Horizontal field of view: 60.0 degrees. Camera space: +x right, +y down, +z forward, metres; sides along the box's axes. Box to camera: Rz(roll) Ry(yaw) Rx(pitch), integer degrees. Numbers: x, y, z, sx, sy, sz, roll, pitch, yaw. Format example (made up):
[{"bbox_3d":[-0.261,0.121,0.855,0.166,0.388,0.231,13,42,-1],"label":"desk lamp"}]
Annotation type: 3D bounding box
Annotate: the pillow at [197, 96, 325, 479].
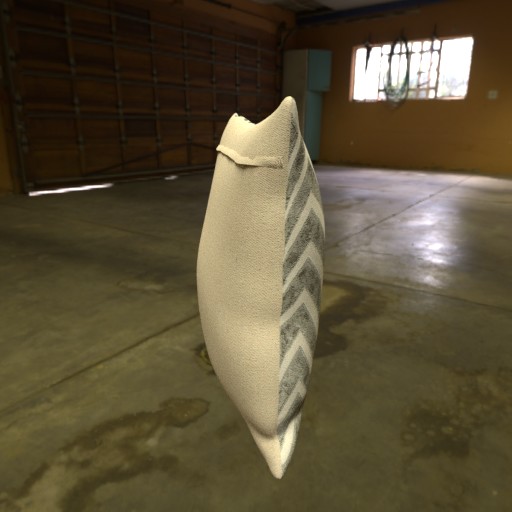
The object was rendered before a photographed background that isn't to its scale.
[{"bbox_3d":[0.000,0.000,0.682,0.182,0.441,0.440,-3,17,-9],"label":"pillow"}]
